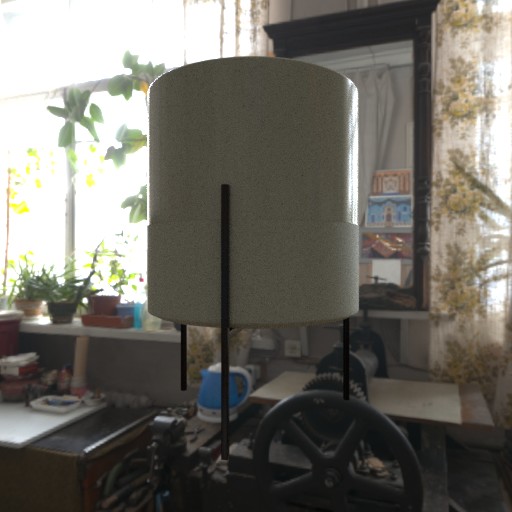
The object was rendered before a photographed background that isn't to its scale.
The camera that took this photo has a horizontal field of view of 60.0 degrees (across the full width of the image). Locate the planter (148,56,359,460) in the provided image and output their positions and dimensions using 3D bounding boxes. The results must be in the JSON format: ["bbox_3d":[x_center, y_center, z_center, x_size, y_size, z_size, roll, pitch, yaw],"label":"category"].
[{"bbox_3d":[0.000,0.000,0.679,0.323,0.475,0.314,0,0,-19],"label":"planter"}]
